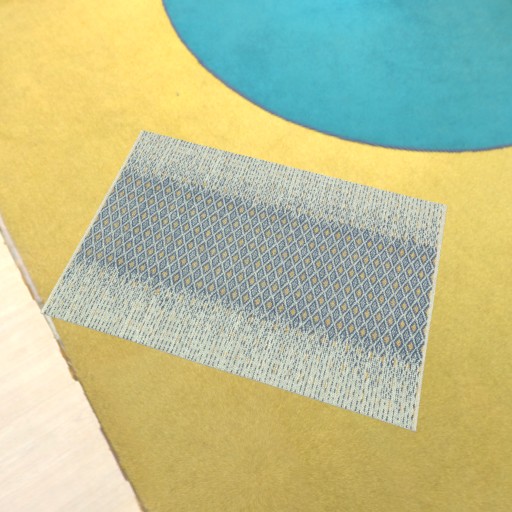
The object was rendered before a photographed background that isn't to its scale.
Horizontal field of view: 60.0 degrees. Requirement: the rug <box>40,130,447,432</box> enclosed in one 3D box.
[{"bbox_3d":[0.000,0.000,2.301,1.828,0.005,1.219,16,64,8],"label":"rug"}]
